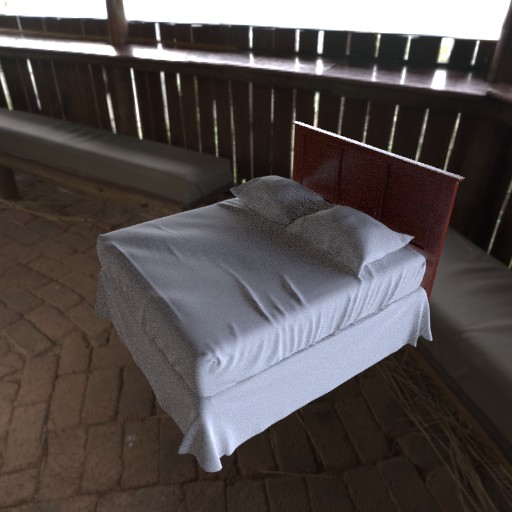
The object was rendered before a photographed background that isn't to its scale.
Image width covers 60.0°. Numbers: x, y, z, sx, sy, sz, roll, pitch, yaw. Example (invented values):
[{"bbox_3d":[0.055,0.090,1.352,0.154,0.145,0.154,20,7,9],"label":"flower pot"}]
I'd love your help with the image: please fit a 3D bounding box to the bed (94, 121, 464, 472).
[{"bbox_3d":[0.000,0.000,3.186,2.050,1.270,1.870,-20,36,-29],"label":"bed"}]
